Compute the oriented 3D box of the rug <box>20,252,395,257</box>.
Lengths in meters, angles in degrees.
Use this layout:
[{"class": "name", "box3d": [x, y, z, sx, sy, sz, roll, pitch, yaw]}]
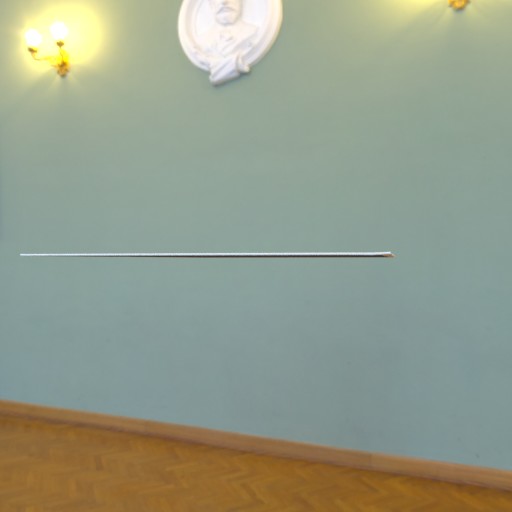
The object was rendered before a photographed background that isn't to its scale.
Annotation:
[{"class": "rug", "box3d": [0.000, 0.000, 4.069, 2.423, 0.019, 3.009, 0, 0, 18]}]
